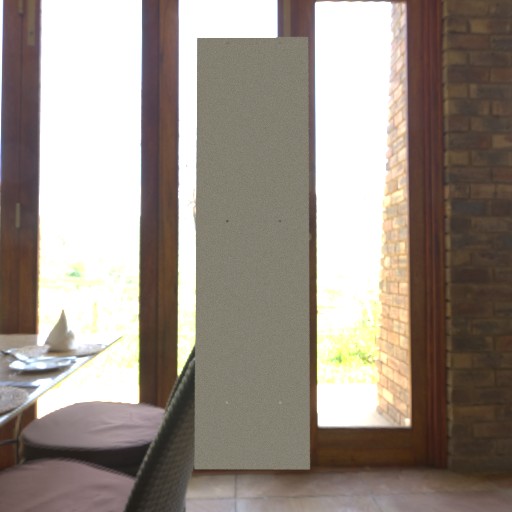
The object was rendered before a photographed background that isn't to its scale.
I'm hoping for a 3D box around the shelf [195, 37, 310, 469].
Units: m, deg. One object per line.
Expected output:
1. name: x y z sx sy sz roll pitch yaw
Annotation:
1. shelf: 0.000 0.000 2.661 0.500 1.820 1.600 0 -2 0
